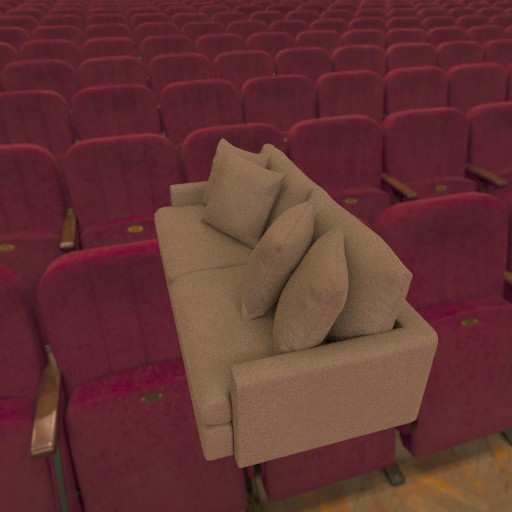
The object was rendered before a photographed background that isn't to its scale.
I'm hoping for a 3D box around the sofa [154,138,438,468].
[{"bbox_3d":[0.000,0.000,3.059,1.228,1.084,2.380,-9,32,-14],"label":"sofa"}]
